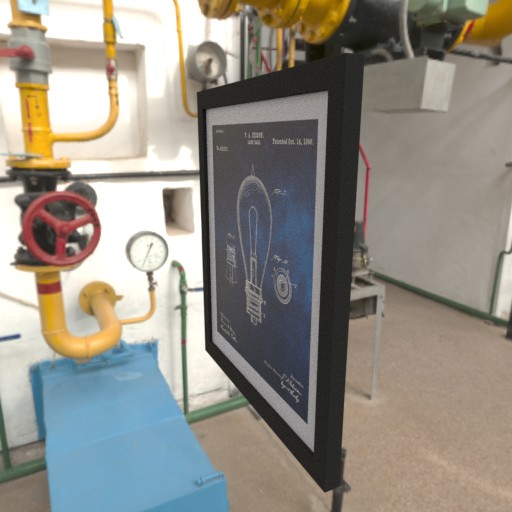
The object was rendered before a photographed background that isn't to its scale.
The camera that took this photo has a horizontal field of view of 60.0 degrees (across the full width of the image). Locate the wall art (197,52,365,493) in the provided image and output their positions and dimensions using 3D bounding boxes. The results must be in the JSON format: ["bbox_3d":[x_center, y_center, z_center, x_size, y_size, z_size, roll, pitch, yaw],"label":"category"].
[{"bbox_3d":[0.000,0.000,0.675,0.023,0.505,0.428,-7,17,-26],"label":"wall art"}]
